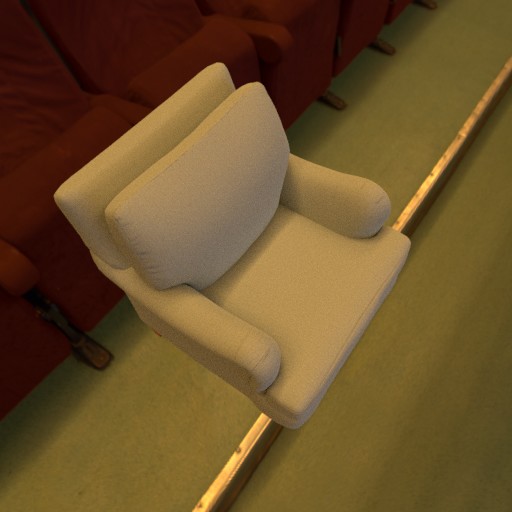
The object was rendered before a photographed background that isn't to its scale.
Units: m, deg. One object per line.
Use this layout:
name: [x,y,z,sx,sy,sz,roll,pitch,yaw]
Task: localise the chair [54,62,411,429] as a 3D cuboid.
chair: [0.000,0.000,1.884,1.070,1.038,0.955,32,64,18]
